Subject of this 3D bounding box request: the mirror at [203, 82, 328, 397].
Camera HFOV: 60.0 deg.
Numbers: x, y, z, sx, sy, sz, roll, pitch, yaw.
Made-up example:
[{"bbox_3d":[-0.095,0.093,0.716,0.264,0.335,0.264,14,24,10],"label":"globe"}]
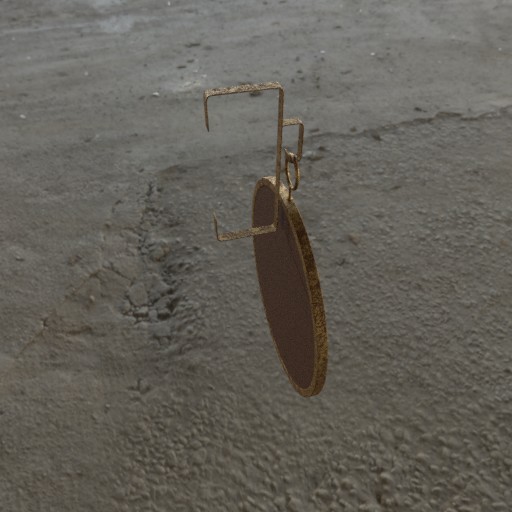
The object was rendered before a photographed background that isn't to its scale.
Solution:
[{"bbox_3d":[0.000,0.000,0.833,0.144,0.651,0.447,-10,46,-10],"label":"mirror"}]
